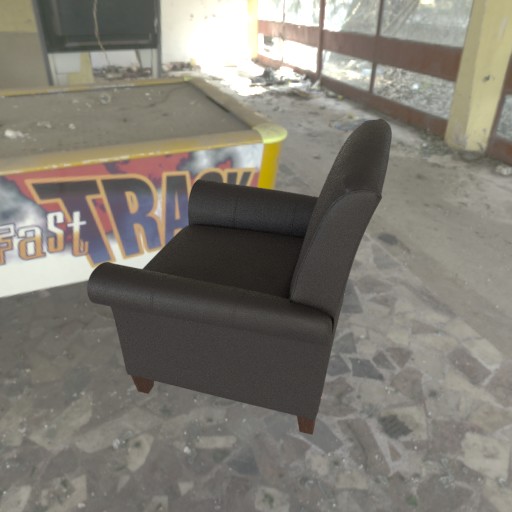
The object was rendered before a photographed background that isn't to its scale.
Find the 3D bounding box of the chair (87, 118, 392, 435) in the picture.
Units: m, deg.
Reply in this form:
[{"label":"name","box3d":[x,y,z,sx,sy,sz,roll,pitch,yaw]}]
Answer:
[{"label":"chair","box3d":[0.000,0.000,1.783,0.902,1.061,0.978,9,32,14]}]
